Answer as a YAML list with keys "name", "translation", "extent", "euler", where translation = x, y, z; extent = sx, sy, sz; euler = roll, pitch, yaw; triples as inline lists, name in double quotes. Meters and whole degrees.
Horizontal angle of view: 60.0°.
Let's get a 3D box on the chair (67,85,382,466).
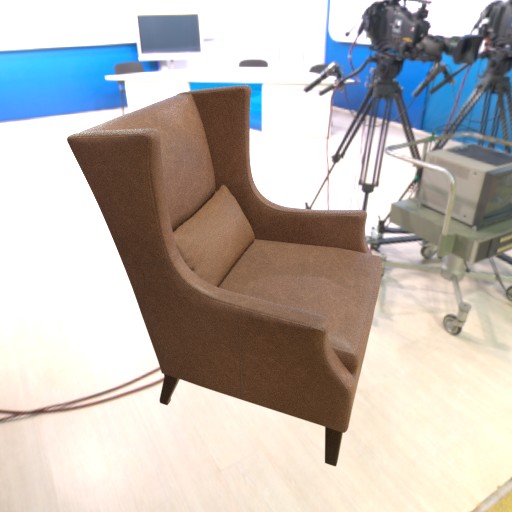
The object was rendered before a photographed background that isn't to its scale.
- name: "chair"
  translation: [0.000, 0.000, 1.674]
  extent: [0.913, 1.088, 0.815]
  euler: [11, 33, 17]
